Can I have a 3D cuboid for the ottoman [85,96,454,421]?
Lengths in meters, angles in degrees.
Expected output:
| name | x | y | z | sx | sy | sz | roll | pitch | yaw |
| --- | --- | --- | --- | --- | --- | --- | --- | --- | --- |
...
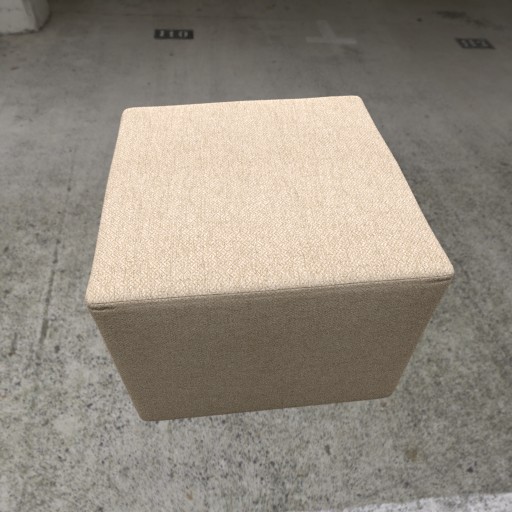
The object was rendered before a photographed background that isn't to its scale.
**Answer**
| name | x | y | z | sx | sy | sz | roll | pitch | yaw |
| --- | --- | --- | --- | --- | --- | --- | --- | --- | --- |
| ottoman | 0.000 | 0.000 | 0.887 | 0.508 | 0.432 | 0.508 | -4 | 47 | -4 |
